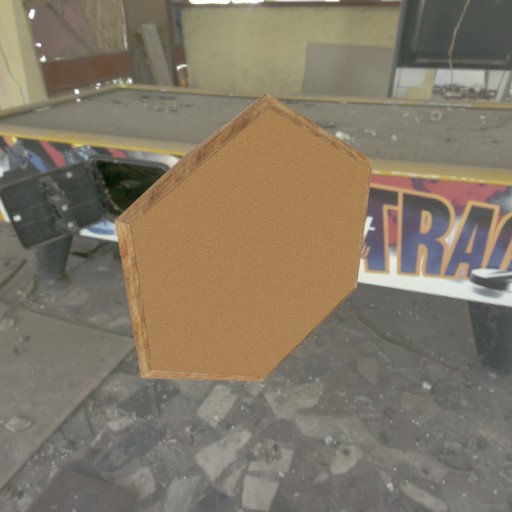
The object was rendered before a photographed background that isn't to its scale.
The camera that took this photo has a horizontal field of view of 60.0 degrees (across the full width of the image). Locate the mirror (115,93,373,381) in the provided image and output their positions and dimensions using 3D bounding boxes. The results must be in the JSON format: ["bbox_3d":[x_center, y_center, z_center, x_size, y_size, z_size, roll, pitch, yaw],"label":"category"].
[{"bbox_3d":[0.000,0.000,1.101,0.675,0.779,0.091,-18,33,-29],"label":"mirror"}]
